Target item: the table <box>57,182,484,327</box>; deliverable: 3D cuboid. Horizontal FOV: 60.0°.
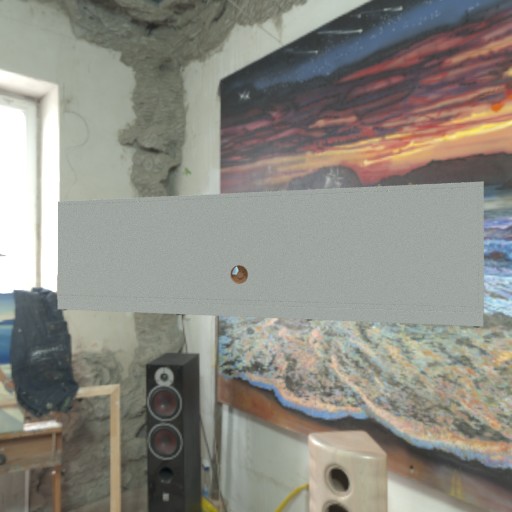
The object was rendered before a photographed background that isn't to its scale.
[{"bbox_3d":[0.000,0.000,1.745,1.550,0.440,0.400,0,0,17],"label":"table"}]
